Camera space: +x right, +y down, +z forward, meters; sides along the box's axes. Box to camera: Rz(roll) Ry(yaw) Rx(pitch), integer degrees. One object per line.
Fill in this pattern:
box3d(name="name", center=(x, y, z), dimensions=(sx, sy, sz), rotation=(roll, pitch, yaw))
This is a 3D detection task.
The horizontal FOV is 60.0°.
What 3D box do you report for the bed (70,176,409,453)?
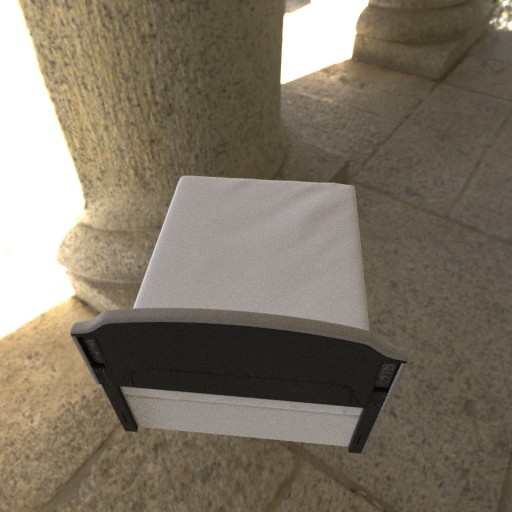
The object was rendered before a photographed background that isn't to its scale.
box3d(name="bed", center=(0.000, 0.000, 2.970), dimensions=(1.558, 1.270, 1.999), rotation=(4, 46, 4))
